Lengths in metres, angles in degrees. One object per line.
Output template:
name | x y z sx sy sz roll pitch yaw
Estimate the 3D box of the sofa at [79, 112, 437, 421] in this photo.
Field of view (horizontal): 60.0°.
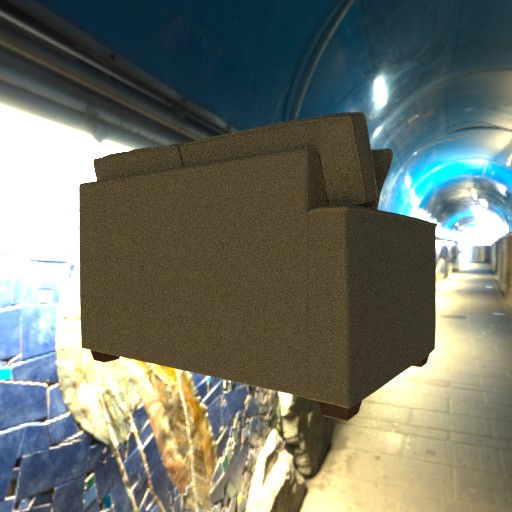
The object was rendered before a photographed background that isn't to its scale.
sofa | 0.000 0.000 2.065 1.388 0.989 0.991 0 1 36
